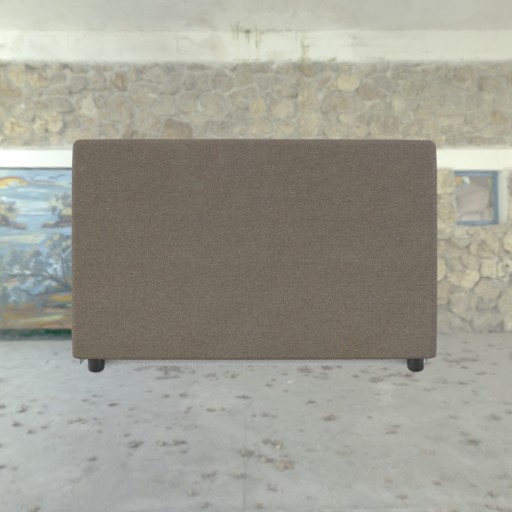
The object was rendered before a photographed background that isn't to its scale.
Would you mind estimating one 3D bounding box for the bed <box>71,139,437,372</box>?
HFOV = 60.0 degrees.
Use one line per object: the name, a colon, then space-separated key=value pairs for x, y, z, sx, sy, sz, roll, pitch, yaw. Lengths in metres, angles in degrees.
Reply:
bed: x=0.000 y=0.000 z=3.608 sx=2.119 sy=1.317 sz=2.341 roll=0 pitch=0 yaw=0
